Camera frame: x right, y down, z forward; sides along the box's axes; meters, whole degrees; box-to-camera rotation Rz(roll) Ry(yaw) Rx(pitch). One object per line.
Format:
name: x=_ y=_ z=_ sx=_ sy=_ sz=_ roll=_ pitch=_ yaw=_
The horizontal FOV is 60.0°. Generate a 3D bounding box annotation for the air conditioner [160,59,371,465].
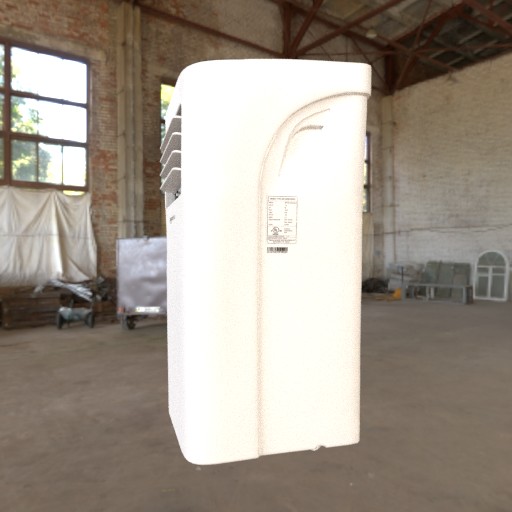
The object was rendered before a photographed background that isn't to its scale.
air conditioner: x=0.000 y=0.000 z=0.915 sx=0.369 sy=0.716 sz=0.352 roll=0 pitch=0 yaw=-17
